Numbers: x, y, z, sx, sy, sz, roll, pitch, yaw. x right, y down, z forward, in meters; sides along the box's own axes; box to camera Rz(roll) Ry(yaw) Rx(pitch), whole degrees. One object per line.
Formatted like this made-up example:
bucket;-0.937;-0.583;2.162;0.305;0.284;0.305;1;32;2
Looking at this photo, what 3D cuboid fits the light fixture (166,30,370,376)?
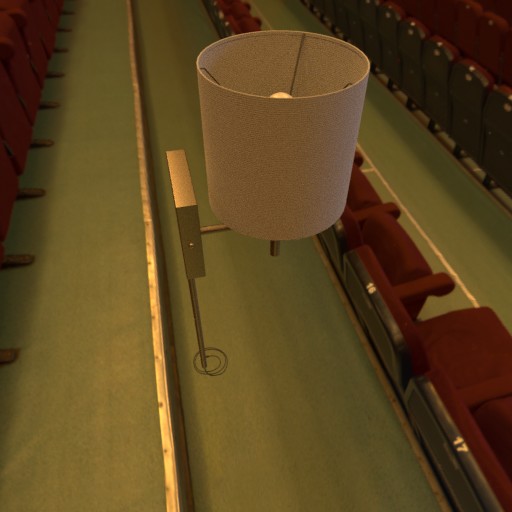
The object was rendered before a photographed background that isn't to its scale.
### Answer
light fixture;0.000;0.000;0.687;0.248;0.589;0.188;-10;45;-10
